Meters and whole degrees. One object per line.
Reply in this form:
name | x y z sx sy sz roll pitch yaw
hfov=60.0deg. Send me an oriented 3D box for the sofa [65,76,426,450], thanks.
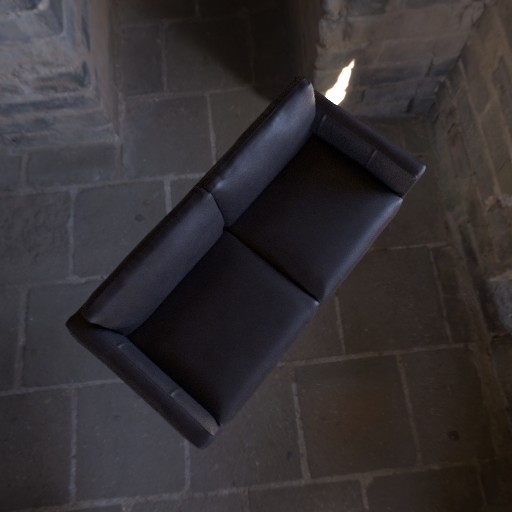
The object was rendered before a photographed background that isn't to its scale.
sofa | 0.000 0.000 2.387 0.947 0.883 1.805 36 77 10
